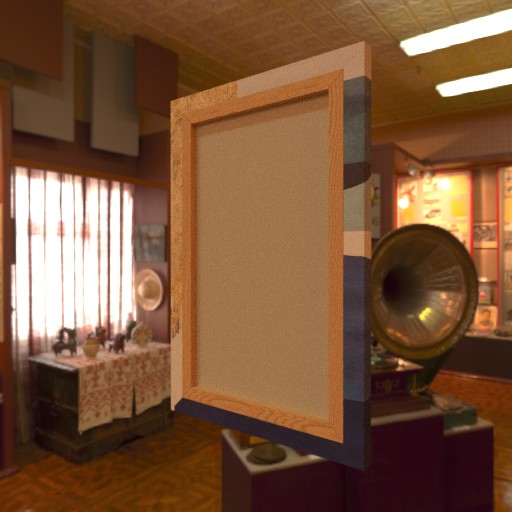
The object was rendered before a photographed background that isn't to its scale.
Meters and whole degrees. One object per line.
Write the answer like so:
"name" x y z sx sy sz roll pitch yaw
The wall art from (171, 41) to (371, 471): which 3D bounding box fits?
"wall art" 0.000 0.000 1.139 0.607 0.911 0.039 0 0 37
